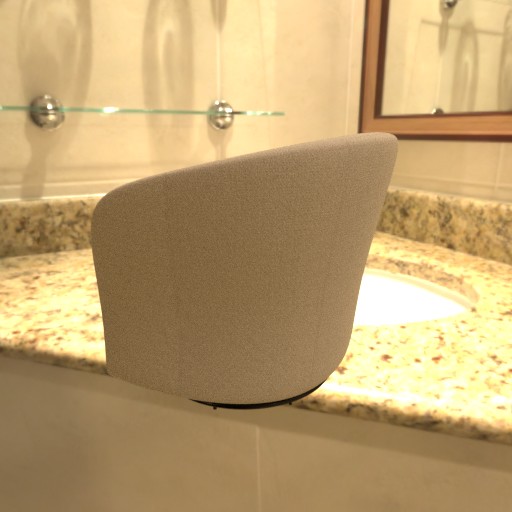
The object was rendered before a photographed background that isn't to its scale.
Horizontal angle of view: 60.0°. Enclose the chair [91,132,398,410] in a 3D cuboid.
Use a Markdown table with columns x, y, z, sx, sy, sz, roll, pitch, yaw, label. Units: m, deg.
| x | y | z | sx | sy | sz | roll | pitch | yaw | label |
| --- | --- | --- | --- | --- | --- | --- | --- | --- | --- |
| 0.000 | 0.000 | 1.429 | 0.815 | 0.771 | 0.791 | 7 | 18 | 23 | chair |
